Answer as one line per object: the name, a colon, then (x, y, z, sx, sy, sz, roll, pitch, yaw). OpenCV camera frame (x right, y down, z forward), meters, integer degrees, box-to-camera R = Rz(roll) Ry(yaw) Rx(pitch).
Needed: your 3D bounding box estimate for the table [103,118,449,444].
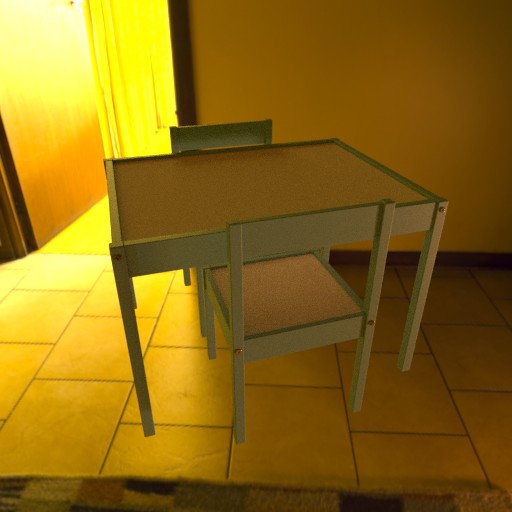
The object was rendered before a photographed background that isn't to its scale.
table: (0.000, 0.000, 1.081, 0.639, 0.503, 0.633, -9, 31, -15)
